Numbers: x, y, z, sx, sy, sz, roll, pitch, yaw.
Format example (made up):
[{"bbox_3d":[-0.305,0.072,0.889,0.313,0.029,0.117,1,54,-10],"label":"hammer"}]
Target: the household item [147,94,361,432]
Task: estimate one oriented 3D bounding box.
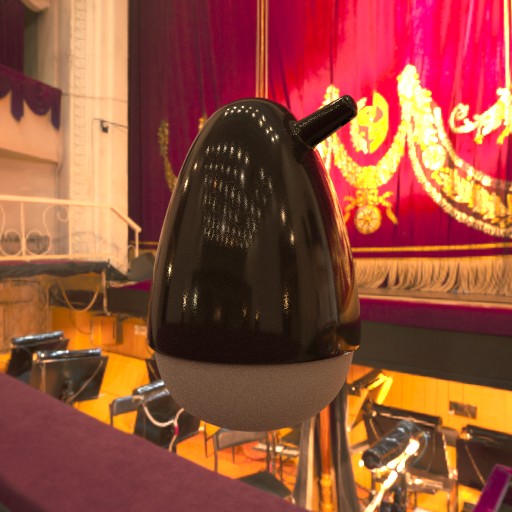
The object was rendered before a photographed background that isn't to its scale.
[{"bbox_3d":[0.000,0.000,0.216,0.104,0.152,0.102,0,0,36],"label":"household item"}]
